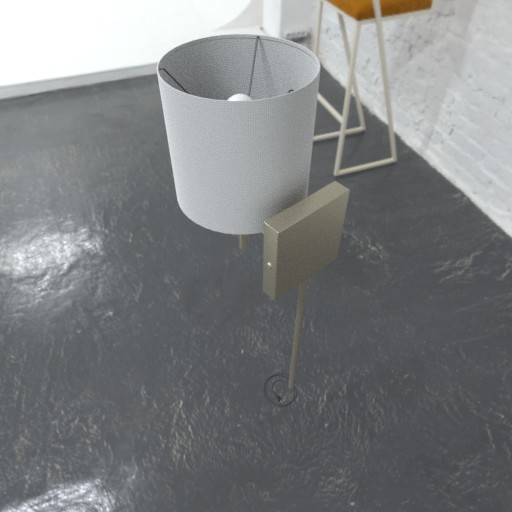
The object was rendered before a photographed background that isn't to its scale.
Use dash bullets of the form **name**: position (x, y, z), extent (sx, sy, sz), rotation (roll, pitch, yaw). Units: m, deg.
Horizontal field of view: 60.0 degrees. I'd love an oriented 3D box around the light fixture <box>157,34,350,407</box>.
- **light fixture**: position (0.000, 0.000, 0.706), extent (0.188, 0.589, 0.248), rotation (-32, 53, -27)
